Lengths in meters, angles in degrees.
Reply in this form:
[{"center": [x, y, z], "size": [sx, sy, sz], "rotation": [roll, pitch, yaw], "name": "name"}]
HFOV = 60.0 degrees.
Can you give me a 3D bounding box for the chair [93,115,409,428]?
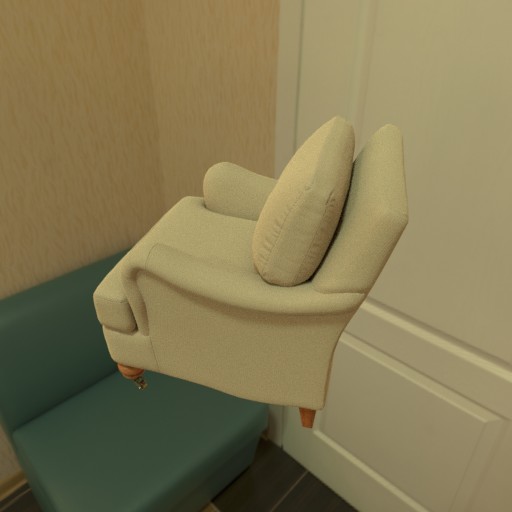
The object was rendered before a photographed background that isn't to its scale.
[{"center": [0.000, 0.000, 1.888], "size": [1.070, 1.038, 0.955], "rotation": [8, 33, 12], "name": "chair"}]
